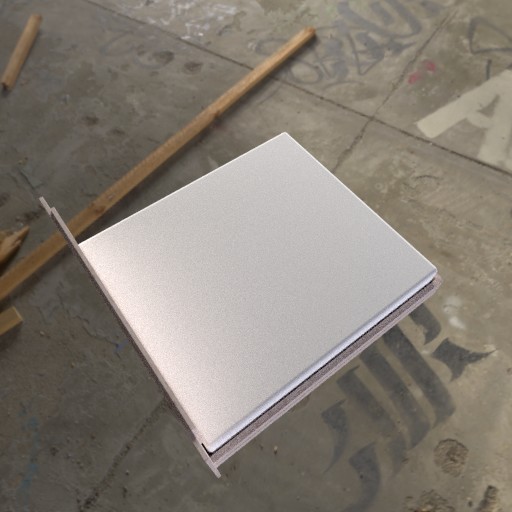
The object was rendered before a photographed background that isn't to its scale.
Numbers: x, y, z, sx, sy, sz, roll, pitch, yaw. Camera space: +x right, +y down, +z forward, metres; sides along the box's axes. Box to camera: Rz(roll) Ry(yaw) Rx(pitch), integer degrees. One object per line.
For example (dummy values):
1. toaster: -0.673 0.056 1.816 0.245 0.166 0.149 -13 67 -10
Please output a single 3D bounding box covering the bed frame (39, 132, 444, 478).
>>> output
1. bed frame: 0.000 0.000 3.211 2.080 0.970 1.950 -33 64 -18
